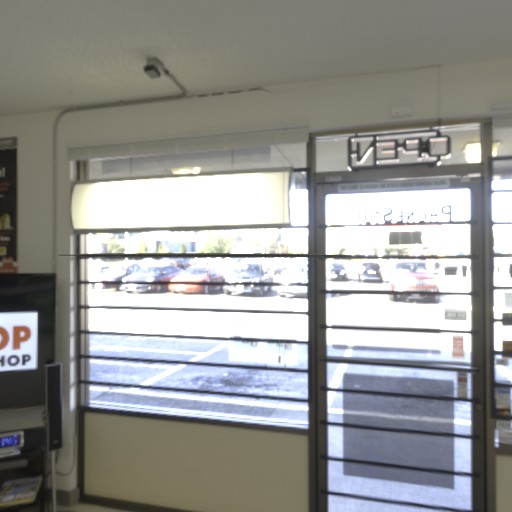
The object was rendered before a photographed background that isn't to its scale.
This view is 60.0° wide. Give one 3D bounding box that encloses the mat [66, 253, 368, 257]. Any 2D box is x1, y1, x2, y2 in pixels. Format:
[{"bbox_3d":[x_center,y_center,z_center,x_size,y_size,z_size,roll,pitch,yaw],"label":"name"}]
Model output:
[{"bbox_3d":[0.000,0.000,1.864,0.913,0.013,1.524,0,0,18],"label":"mat"}]
